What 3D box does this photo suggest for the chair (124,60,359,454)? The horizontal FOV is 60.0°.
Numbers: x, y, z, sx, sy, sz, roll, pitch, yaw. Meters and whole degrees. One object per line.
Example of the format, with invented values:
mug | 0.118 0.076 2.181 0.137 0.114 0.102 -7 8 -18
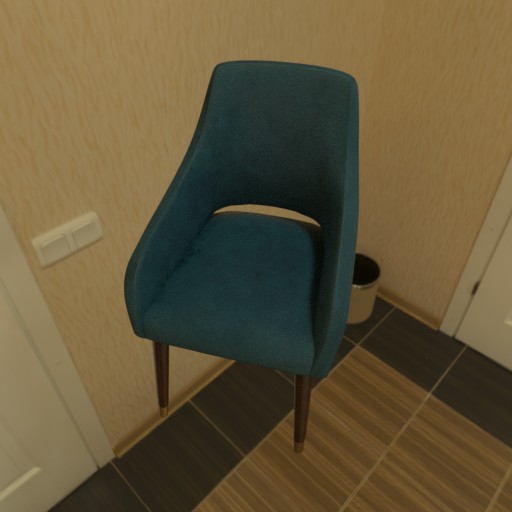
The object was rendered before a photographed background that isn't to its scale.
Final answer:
chair | 0.000 0.000 1.563 0.683 1.081 0.794 10 42 11
